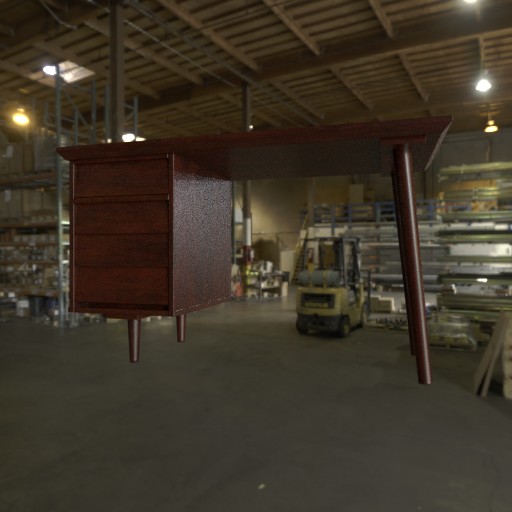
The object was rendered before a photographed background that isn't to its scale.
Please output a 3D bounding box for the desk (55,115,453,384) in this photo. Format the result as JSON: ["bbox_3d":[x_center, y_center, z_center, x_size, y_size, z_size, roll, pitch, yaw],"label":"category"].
[{"bbox_3d":[0.000,0.000,1.661,1.277,0.758,0.612,0,0,16],"label":"desk"}]
